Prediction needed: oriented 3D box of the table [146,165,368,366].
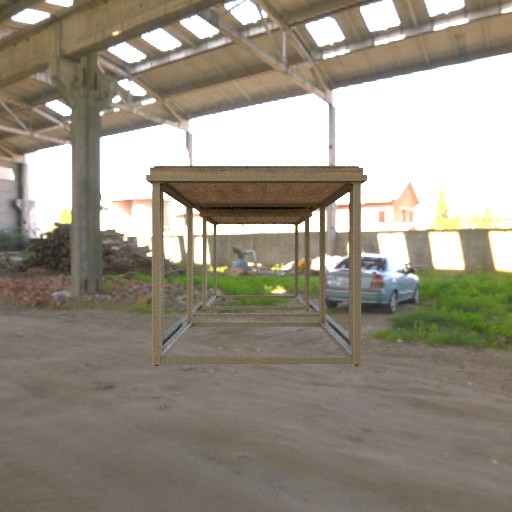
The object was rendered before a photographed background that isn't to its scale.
[{"bbox_3d":[0.000,0.000,1.517,0.489,0.427,1.312,0,0,0],"label":"table"}]
